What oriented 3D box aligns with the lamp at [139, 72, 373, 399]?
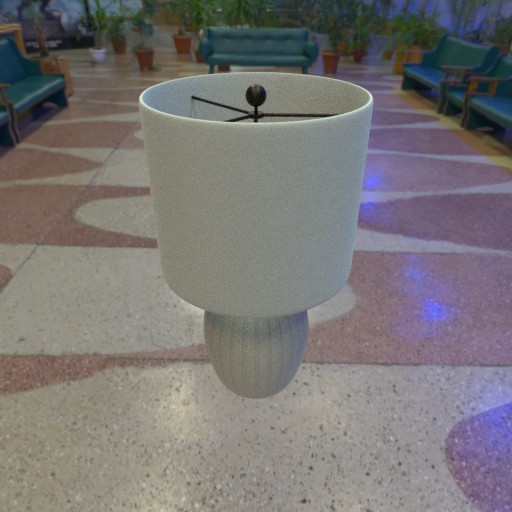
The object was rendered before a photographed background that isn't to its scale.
[{"bbox_3d":[0.000,0.000,0.776,0.328,0.570,0.328,0,32,0],"label":"lamp"}]
